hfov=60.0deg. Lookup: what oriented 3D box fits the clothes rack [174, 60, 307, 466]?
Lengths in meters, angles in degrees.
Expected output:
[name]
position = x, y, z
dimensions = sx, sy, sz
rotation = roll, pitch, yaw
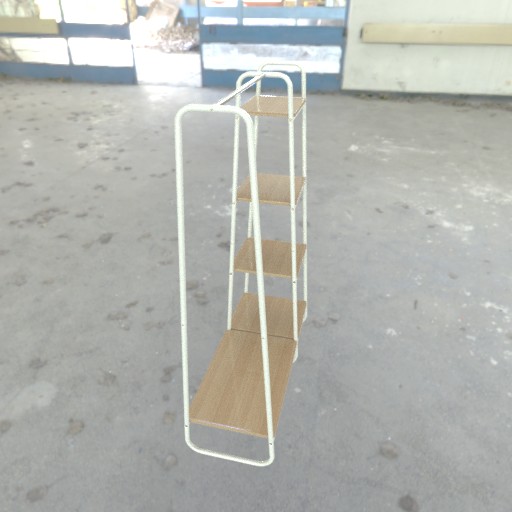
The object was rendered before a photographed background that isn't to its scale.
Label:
[clothes rack]
position = 0.000, 0.000, 1.982
dimensions = 0.400, 1.500, 1.011
rotation = 7, 31, 12
